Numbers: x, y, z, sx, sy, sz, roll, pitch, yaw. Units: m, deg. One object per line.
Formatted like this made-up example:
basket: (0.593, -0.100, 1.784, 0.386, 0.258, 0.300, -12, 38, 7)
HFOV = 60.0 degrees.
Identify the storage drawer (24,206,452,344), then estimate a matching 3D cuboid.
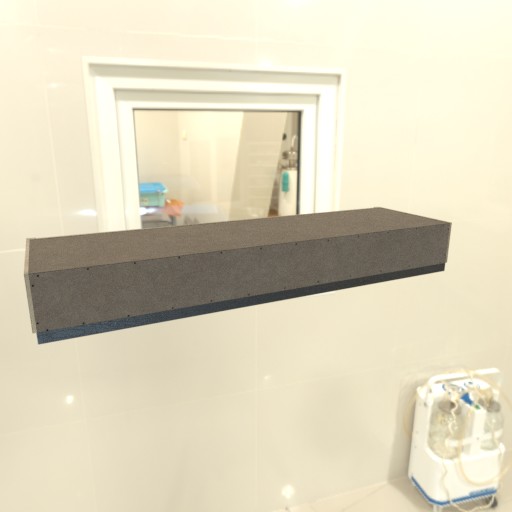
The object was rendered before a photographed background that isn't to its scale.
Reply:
storage drawer: (0.000, 0.000, 2.262, 2.072, 0.274, 0.591, -7, 17, -25)
